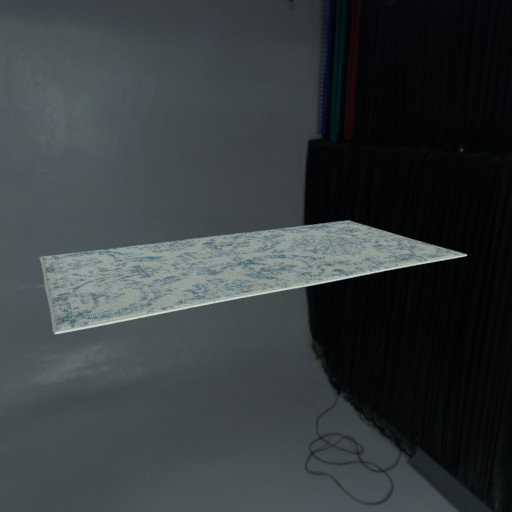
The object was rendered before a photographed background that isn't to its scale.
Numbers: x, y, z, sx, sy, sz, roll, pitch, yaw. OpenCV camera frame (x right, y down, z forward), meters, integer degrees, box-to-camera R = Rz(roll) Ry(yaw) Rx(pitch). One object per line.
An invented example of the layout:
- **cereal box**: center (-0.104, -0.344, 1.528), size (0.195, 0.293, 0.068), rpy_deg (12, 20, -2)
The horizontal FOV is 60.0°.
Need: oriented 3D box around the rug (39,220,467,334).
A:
- **rug**: center (0.000, 0.000, 1.406), size (1.220, 0.007, 0.605), rpy_deg (-8, 18, -26)
